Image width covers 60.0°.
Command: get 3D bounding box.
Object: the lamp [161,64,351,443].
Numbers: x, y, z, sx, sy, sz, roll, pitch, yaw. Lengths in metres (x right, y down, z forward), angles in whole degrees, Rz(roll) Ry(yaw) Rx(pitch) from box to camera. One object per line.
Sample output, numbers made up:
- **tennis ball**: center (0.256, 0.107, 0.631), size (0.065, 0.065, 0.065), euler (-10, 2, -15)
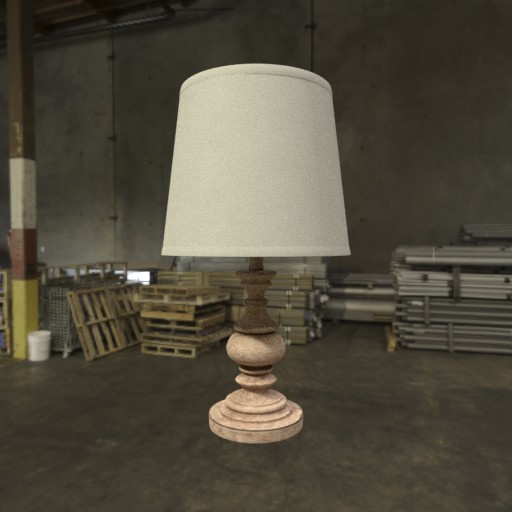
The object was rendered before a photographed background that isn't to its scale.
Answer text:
- **lamp**: center (0.000, 0.000, 0.653), size (0.273, 0.497, 0.273), euler (0, 1, 0)
